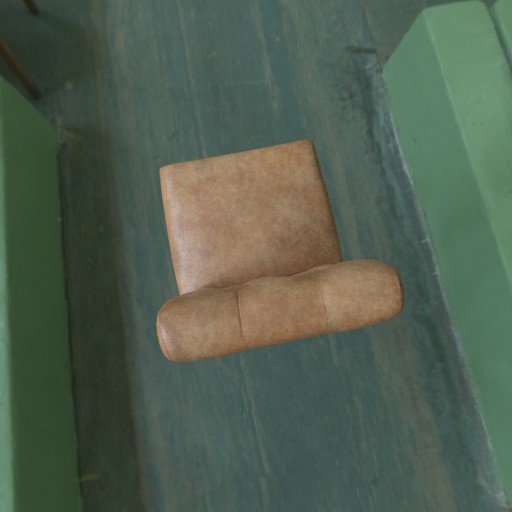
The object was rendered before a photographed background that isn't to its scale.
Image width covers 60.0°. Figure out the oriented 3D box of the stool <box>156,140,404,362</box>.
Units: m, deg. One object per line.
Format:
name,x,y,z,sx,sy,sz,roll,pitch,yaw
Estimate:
stool,0.000,0.000,1.365,0.493,1.047,0.601,-11,75,-3
